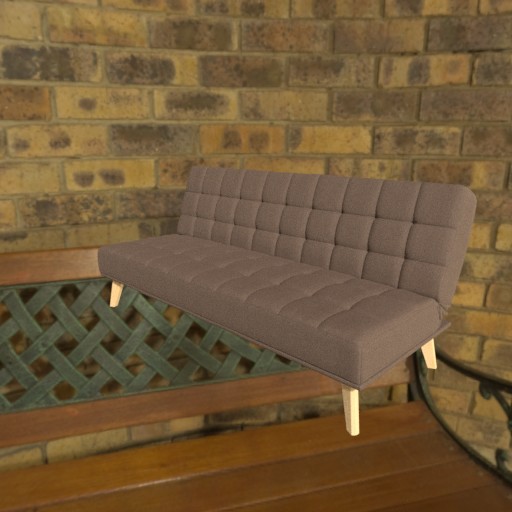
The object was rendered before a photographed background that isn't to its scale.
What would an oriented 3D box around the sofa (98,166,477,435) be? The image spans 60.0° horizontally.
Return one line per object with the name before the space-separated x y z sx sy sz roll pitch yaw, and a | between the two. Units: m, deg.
sofa | 0.000 0.000 2.265 1.800 0.810 0.860 14 21 43
